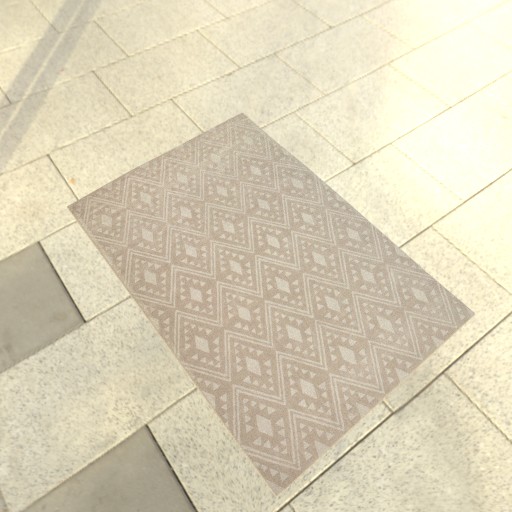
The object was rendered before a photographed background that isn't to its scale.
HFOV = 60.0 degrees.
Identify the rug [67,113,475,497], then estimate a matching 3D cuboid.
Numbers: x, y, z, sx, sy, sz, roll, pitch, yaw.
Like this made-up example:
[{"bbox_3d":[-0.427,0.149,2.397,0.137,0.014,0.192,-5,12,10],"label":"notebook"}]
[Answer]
[{"bbox_3d":[0.000,0.000,2.300,1.252,0.034,1.829,-34,64,-19],"label":"rug"}]
